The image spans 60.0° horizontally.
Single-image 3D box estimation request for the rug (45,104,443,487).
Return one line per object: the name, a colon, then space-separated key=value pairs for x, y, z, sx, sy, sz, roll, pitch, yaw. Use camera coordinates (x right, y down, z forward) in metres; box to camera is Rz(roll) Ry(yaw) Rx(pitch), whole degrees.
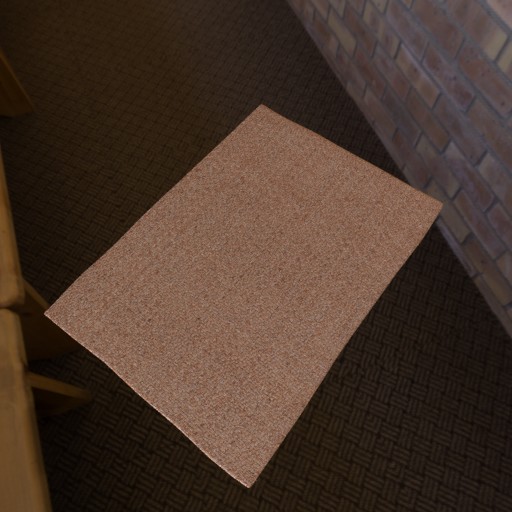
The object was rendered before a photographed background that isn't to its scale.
rug: x=0.000 y=0.000 z=2.798 sx=1.566 sy=0.013 sz=2.141 roll=34 pitch=68 yaw=16
